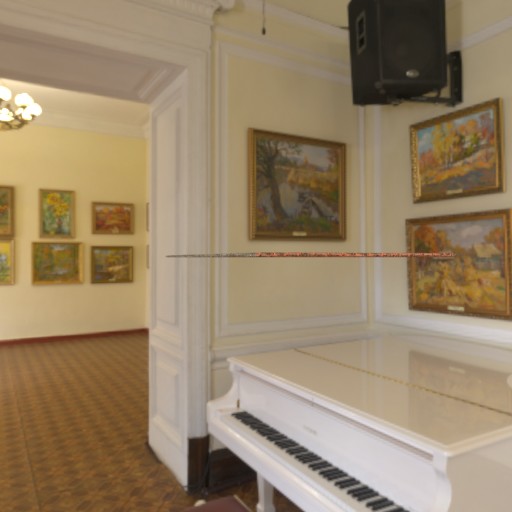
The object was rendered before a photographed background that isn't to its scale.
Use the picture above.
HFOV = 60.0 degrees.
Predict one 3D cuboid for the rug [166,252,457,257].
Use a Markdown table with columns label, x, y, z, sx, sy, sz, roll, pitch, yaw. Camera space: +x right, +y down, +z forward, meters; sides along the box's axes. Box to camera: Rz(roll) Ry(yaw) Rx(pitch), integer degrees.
| label | x | y | z | sx | sy | sz | roll | pitch | yaw |
| --- | --- | --- | --- | --- | --- | --- | --- | --- | --- |
| rug | 0.000 | 0.000 | 2.694 | 0.810 | 0.016 | 2.413 | 0 | 0 | -18 |
